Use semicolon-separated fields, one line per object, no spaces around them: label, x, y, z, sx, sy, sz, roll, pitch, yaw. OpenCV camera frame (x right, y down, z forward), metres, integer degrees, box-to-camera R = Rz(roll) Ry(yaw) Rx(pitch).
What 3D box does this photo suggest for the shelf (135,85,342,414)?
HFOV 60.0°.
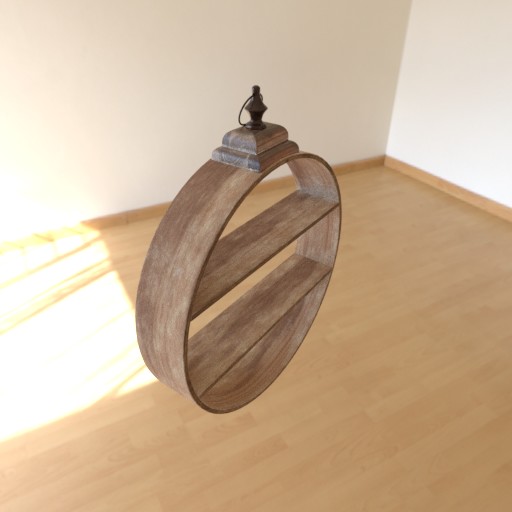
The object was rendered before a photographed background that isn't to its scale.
shelf;0.000;0.000;0.987;0.125;0.725;0.601;22;39;30
